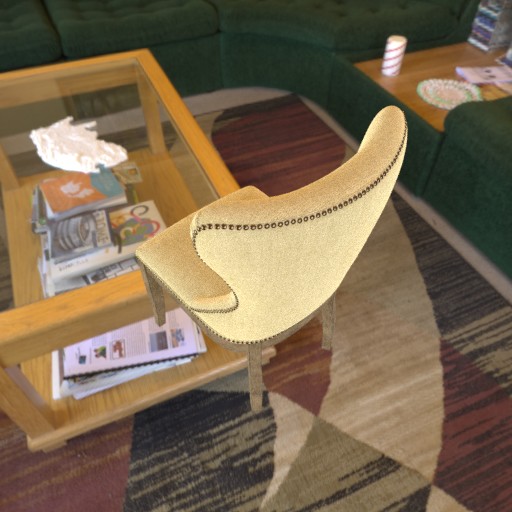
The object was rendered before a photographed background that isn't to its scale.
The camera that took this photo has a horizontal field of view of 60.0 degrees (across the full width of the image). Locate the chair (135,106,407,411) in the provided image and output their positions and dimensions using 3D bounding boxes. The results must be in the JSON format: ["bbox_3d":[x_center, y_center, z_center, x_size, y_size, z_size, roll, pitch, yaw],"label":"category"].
[{"bbox_3d":[0.000,0.000,1.443,0.654,1.002,0.681,-33,56,-26],"label":"chair"}]
